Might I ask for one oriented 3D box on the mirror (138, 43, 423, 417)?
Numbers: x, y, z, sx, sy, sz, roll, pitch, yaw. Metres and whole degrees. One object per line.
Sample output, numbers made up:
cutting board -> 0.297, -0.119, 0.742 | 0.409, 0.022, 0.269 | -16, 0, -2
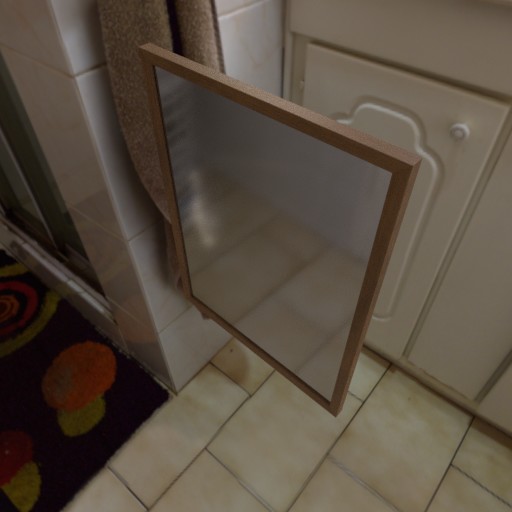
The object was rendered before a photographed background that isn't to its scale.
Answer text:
mirror -> 0.000, 0.000, 1.314 | 0.762, 1.016, 0.040 | 33, 55, 28
